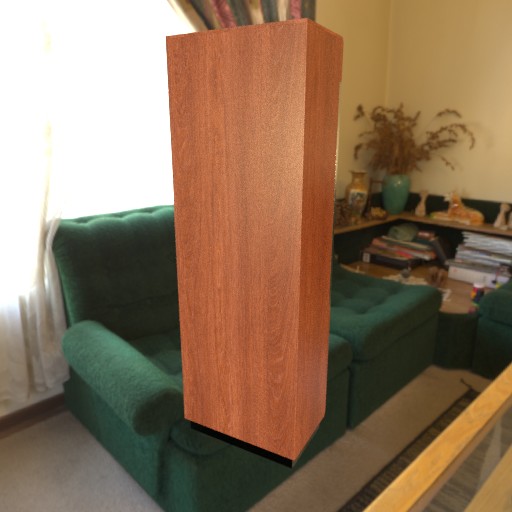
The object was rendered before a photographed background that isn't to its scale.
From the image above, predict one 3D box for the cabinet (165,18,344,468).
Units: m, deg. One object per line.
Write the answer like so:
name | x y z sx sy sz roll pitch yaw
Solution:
cabinet | 0.000 0.000 2.199 0.660 1.980 0.420 9 18 28
